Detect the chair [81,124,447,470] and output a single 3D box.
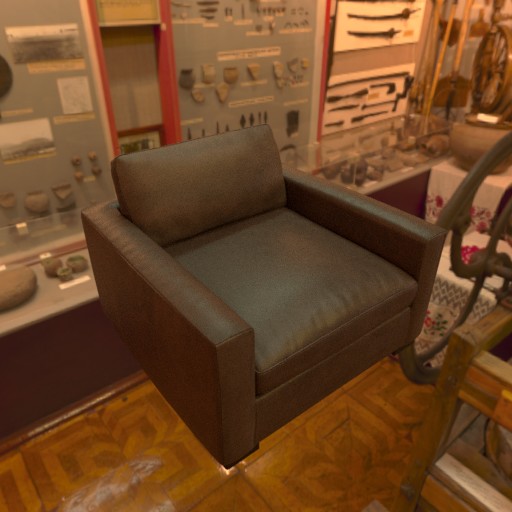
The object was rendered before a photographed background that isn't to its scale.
[{"bbox_3d":[0.000,0.000,1.831,1.100,0.812,1.069,-22,37,-31],"label":"chair"}]
